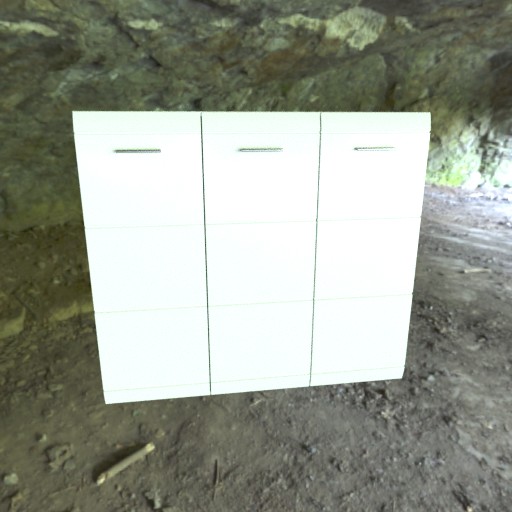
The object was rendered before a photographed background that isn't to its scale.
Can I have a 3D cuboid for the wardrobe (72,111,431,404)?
[{"bbox_3d":[0.000,0.000,1.948,1.340,1.200,0.360,-2,17,-8],"label":"wardrobe"}]
